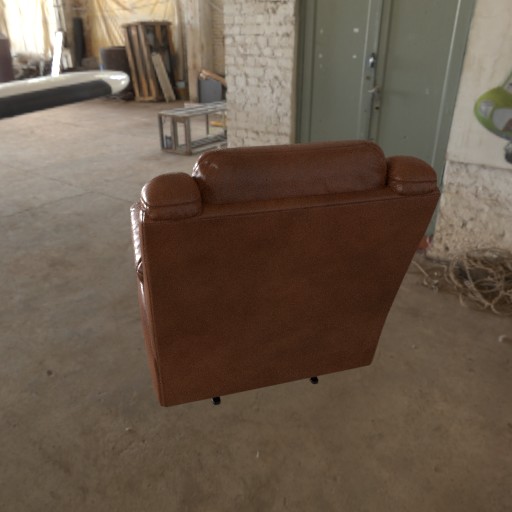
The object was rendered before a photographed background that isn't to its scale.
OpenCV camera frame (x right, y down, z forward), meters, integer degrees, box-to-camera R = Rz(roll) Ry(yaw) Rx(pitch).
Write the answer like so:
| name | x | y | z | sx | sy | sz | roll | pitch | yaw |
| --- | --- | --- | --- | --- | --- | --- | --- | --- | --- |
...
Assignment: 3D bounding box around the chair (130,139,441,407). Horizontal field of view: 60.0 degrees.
| name | x | y | z | sx | sy | sz | roll | pitch | yaw |
| --- | --- | --- | --- | --- | --- | --- | --- | --- | --- |
| chair | 0.000 | 0.000 | 1.864 | 0.990 | 1.093 | 1.041 | -7 | 27 | -15 |
